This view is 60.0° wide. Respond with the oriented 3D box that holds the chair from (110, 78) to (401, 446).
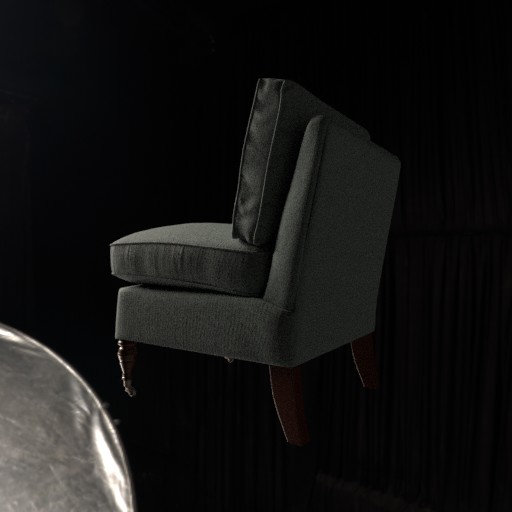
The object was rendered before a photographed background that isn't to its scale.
[{"bbox_3d":[0.000,0.000,1.472,0.796,0.901,0.624,0,1,34],"label":"chair"}]
